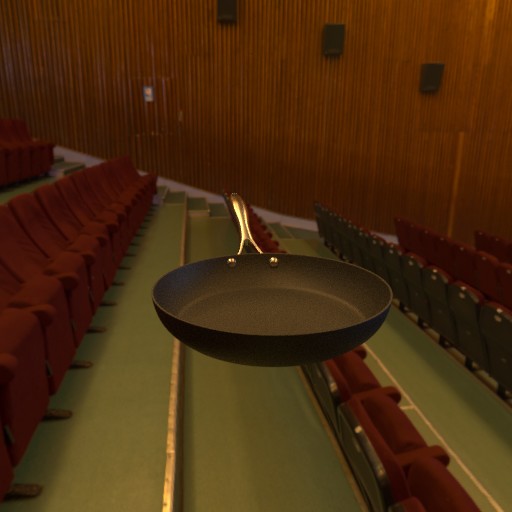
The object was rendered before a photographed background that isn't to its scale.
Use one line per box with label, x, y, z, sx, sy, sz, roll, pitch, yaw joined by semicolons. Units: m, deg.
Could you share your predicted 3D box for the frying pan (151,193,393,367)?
frying pan;0.000;0.000;0.587;0.255;0.105;0.472;-2;16;-8
